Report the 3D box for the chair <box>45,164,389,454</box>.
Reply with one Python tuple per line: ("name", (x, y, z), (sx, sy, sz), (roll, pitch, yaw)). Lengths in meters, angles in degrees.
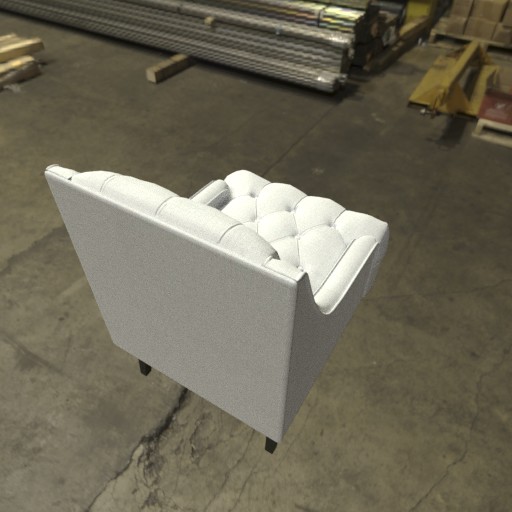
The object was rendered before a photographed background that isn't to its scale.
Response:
("chair", (0.000, 0.000, 1.390), (0.658, 0.891, 0.772), (24, 50, 21))
